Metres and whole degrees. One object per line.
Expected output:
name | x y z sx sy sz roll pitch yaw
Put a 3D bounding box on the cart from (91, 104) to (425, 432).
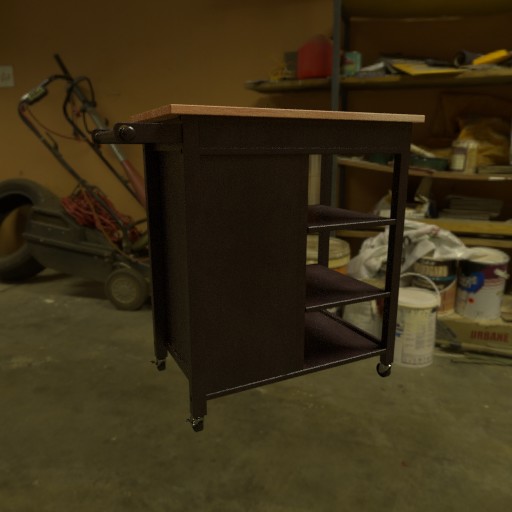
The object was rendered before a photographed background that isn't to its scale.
cart | 0.000 0.000 1.452 0.914 0.878 0.472 -7 15 -26
